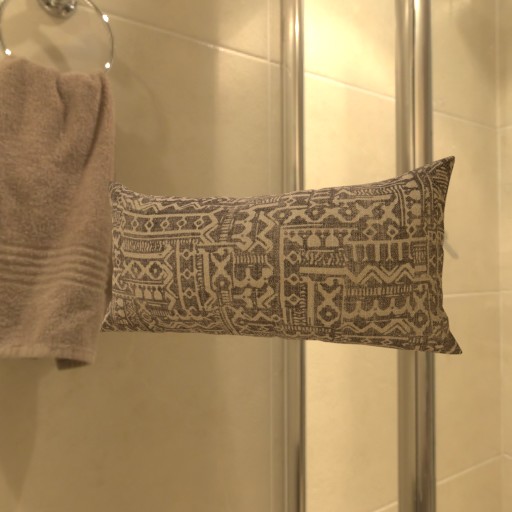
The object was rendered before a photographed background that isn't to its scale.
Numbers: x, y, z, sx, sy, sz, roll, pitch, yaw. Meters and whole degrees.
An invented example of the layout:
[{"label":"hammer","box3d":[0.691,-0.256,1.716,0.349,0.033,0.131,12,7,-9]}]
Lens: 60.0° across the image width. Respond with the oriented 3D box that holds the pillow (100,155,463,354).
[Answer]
[{"label":"pillow","box3d":[0.000,0.000,0.745,0.631,0.290,0.148,0,-1,19]}]
